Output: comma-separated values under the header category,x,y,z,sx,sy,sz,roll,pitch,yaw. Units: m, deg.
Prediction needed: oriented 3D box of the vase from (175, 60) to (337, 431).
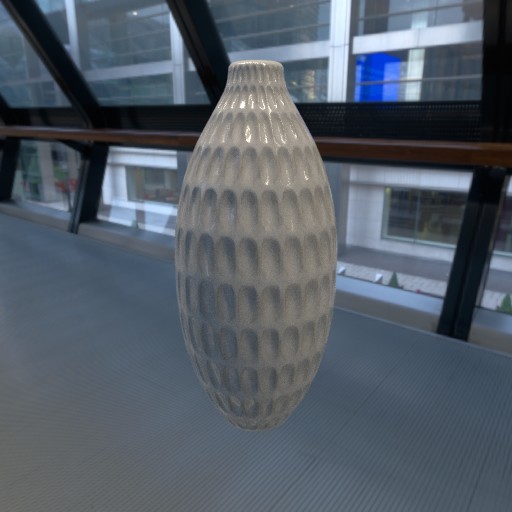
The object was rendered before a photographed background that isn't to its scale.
category,x,y,z,sx,sy,sz,roll,pitch,yaw
vase,0.000,0.000,0.351,0.127,0.282,0.127,0,16,0
